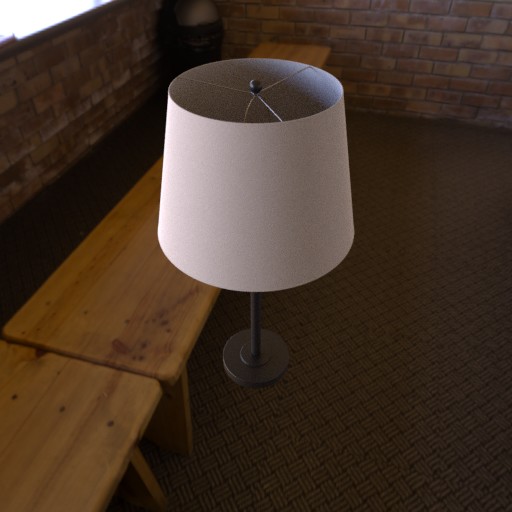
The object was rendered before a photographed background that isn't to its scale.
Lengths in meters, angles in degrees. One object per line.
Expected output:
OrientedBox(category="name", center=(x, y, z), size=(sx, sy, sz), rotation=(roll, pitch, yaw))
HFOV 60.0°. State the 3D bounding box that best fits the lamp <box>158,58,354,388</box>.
OrientedBox(category="lamp", center=(0.000, 0.000, 0.887), size=(0.363, 0.696, 0.363), rotation=(0, 41, 0))
